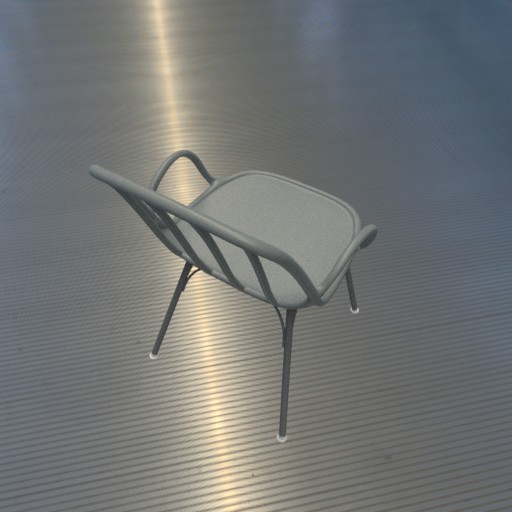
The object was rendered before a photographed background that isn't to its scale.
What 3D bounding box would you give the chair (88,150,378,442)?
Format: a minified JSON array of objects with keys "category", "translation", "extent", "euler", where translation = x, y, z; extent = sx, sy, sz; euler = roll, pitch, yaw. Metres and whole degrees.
[{"category":"chair","translation":[0.000,0.000,1.186],"extent":[0.549,0.816,0.597],"euler":[26,53,21]}]
